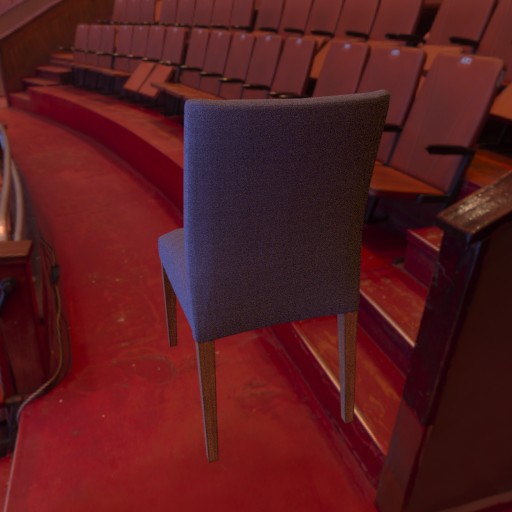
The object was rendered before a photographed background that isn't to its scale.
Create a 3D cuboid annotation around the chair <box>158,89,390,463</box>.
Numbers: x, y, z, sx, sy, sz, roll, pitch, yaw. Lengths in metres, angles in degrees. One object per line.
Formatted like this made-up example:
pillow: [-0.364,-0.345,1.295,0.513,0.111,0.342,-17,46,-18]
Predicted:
chair: [0.000,0.000,1.272,0.496,0.940,0.585,-9,29,-16]
